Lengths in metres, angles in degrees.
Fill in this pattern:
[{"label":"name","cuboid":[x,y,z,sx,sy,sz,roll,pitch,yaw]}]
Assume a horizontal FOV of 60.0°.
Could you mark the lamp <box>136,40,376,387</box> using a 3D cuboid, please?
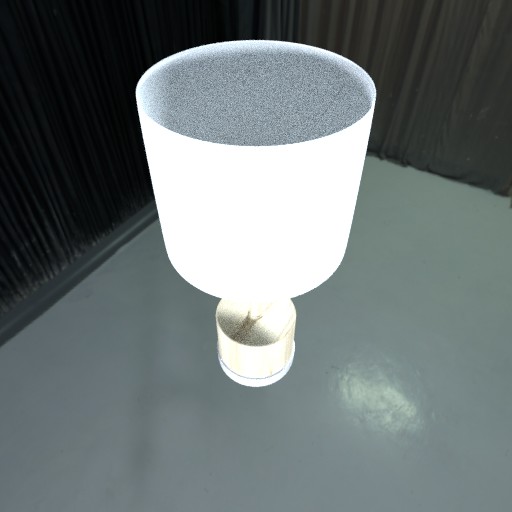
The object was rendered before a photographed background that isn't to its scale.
[{"label":"lamp","cuboid":[0.000,0.000,0.592,0.229,0.470,0.229,23,50,21]}]
